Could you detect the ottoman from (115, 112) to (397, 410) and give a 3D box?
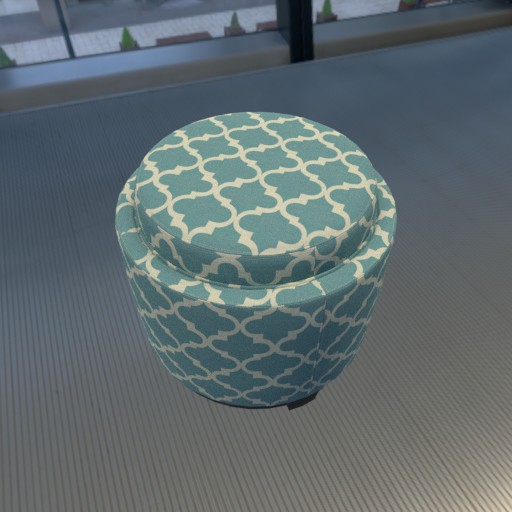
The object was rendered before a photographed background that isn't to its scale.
[{"bbox_3d":[0.000,0.000,0.860,0.480,0.429,0.480,0,46,0],"label":"ottoman"}]
